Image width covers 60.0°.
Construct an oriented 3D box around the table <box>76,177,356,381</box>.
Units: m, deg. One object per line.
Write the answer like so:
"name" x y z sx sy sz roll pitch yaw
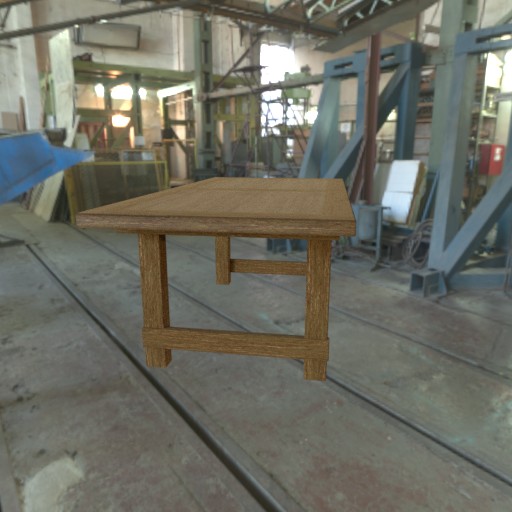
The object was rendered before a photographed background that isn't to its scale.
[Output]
"table" 0.000 0.000 2.568 1.000 0.762 1.982 2 14 9
